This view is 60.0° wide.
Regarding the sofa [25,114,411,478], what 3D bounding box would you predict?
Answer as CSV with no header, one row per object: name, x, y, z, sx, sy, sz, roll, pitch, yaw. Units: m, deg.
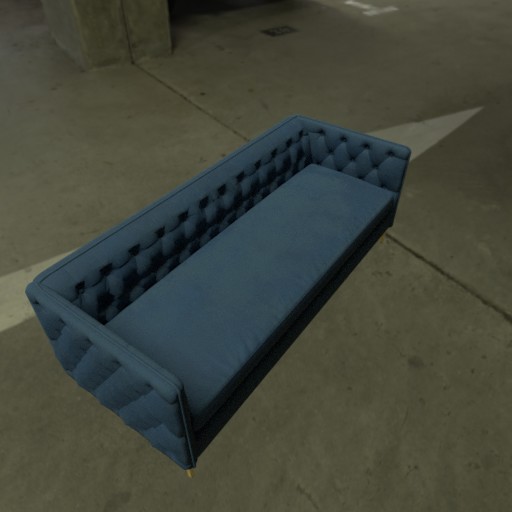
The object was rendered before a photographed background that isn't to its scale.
sofa,0.000,0.000,2.573,0.895,0.771,2.209,26,48,26
